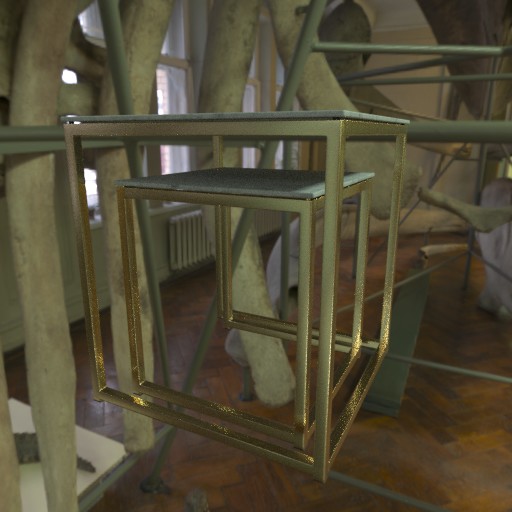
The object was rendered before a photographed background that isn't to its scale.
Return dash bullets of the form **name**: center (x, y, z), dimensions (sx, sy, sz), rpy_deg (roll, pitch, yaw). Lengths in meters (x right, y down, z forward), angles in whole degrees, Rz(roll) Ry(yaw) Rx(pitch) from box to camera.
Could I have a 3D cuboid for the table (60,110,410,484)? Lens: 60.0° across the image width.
- **table**: center (0.000, 0.000, 0.845), dimensions (0.450, 0.500, 0.450), rpy_deg (8, 17, 26)
